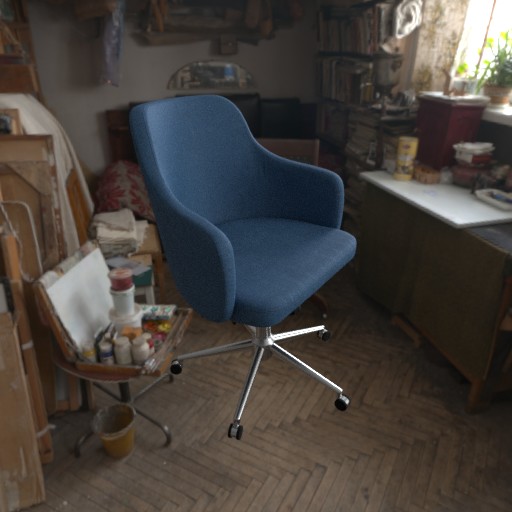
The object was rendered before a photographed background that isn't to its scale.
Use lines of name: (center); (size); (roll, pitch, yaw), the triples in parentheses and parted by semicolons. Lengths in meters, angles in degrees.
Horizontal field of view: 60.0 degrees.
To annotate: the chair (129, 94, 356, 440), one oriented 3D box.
chair: (0.000, 0.000, 1.279); (0.655, 0.820, 0.599); (18, 32, 31)
